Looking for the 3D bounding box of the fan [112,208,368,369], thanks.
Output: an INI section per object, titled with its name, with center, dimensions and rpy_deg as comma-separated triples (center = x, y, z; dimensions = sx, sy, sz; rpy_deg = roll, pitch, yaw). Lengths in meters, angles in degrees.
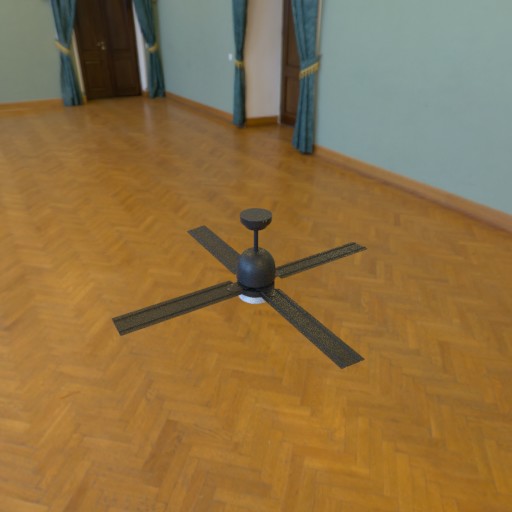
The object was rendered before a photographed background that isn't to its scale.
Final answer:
[fan]
center = 0.000, 0.000, 2.007
dimensions = 1.319, 0.410, 1.319
rpy_deg = -18, 34, -29
